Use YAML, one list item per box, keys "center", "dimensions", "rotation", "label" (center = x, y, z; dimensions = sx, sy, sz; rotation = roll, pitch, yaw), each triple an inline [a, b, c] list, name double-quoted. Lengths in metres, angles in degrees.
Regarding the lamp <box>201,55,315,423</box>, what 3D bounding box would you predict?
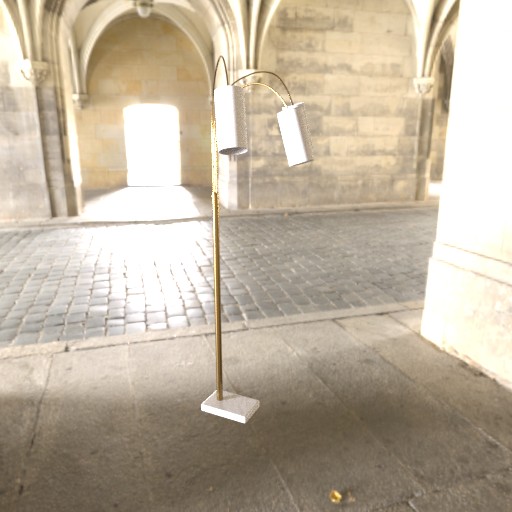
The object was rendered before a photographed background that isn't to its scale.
- center: [0.000, 0.000, 2.545]
  dimensions: [0.667, 2.055, 1.020]
  rotation: [7, 16, 25]
  label: "lamp"
